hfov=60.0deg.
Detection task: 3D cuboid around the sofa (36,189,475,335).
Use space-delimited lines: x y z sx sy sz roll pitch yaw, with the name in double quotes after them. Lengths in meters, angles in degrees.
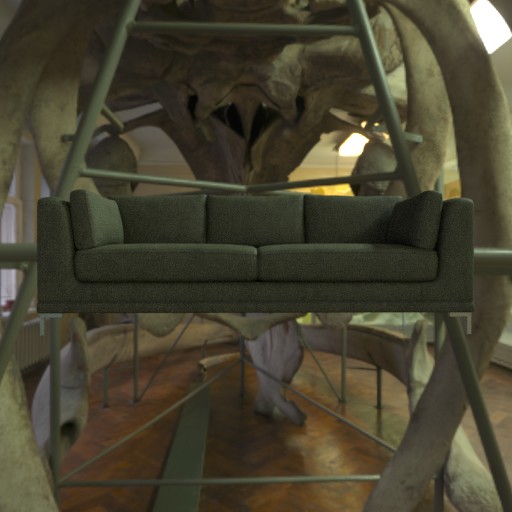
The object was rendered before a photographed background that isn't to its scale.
0.000 0.000 2.896 2.415 0.867 0.969 0 0 -1 "sofa"
